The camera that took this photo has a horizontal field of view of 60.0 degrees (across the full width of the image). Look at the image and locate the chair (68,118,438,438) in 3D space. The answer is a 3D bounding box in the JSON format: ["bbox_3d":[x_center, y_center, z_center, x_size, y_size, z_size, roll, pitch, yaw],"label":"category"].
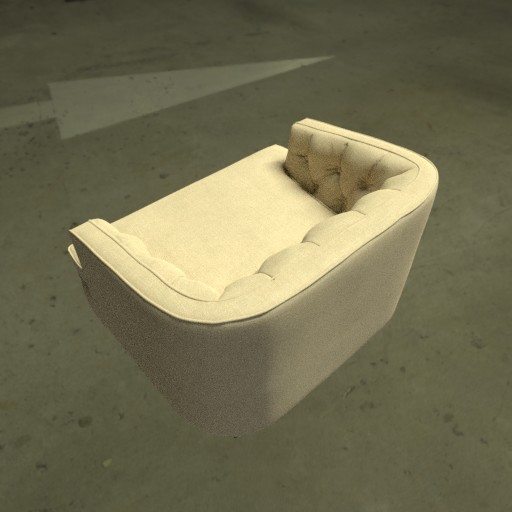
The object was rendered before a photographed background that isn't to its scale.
[{"bbox_3d":[0.000,0.000,1.698,1.118,0.787,0.914,-32,54,-28],"label":"chair"}]
